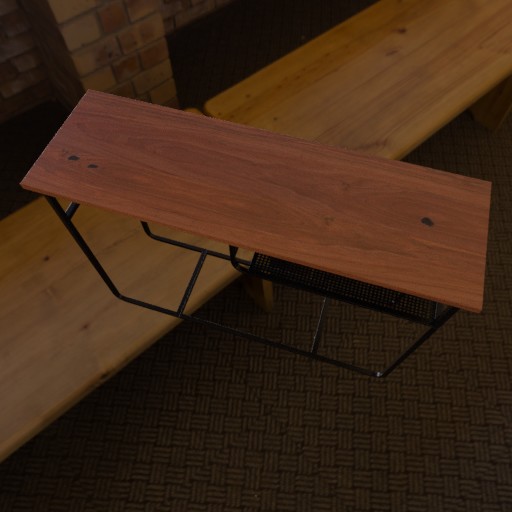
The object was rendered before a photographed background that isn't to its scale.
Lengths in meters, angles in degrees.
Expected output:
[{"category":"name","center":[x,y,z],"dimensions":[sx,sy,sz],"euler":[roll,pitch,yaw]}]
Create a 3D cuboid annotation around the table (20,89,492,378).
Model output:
[{"category":"table","center":[0.000,0.000,1.414],"dimensions":[1.100,0.750,0.350],"euler":[15,63,8]}]
